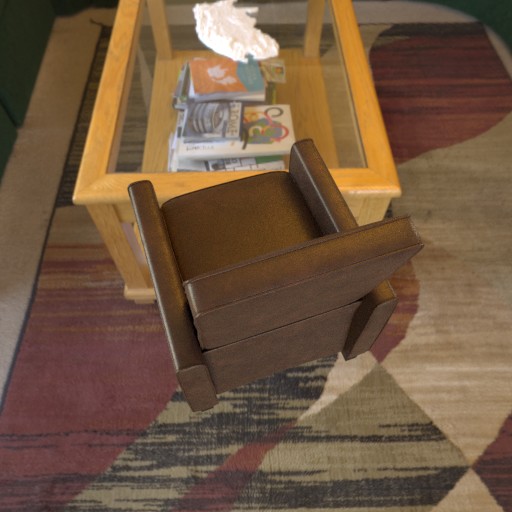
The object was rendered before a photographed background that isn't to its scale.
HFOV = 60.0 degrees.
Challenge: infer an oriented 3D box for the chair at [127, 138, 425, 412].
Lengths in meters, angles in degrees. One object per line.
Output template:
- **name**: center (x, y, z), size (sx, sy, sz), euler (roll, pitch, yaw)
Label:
- **chair**: center (0.000, 0.000, 1.479), size (0.705, 1.013, 0.746), euler (-17, 60, -10)
